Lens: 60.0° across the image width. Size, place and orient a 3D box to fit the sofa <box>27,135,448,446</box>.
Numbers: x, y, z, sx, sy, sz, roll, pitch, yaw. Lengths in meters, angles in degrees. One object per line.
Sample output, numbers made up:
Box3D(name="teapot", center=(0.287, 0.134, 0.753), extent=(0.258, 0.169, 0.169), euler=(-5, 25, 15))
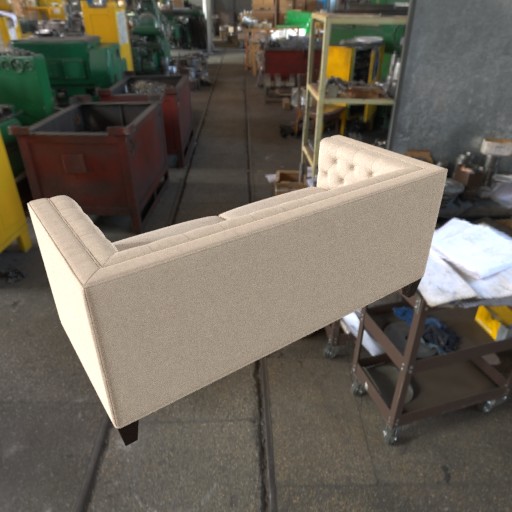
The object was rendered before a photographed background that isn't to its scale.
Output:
Box3D(name="sofa", center=(0.000, 0.000, 2.188), extent=(1.778, 0.762, 0.775), euler=(-20, 36, -30))
